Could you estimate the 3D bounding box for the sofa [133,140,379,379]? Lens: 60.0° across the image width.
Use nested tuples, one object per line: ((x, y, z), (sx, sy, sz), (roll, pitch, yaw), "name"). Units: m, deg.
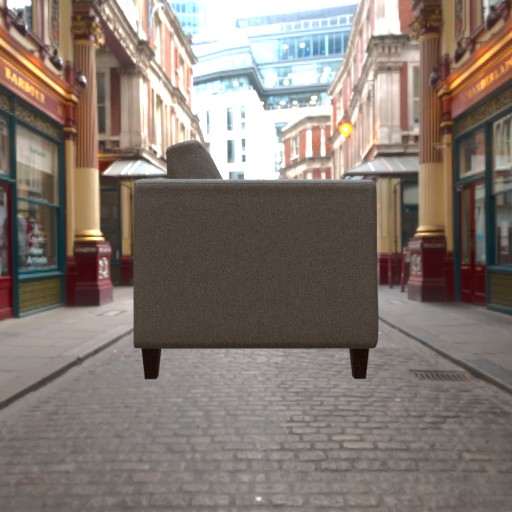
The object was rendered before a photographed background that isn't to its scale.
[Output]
((0.000, 0.000, 2.735), (0.956, 0.963, 2.208), (0, 0, 0), "sofa")
